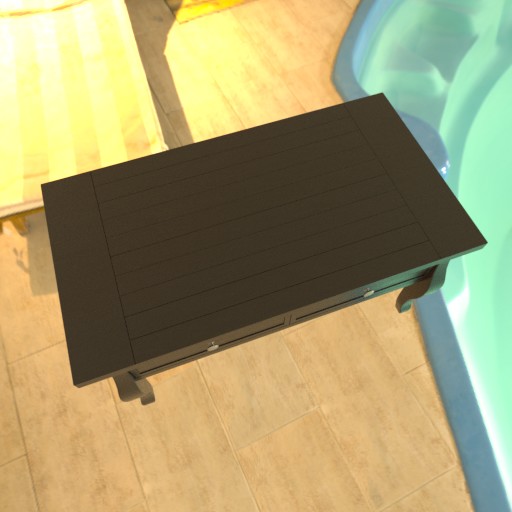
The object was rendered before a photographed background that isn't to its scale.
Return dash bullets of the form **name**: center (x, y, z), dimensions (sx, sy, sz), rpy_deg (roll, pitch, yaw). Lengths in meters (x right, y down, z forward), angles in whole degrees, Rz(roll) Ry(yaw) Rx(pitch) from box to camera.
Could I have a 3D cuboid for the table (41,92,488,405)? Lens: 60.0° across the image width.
- **table**: center (0.000, 0.000, 1.404), dimensions (1.062, 0.494, 0.600), rpy_deg (-18, 63, -9)
